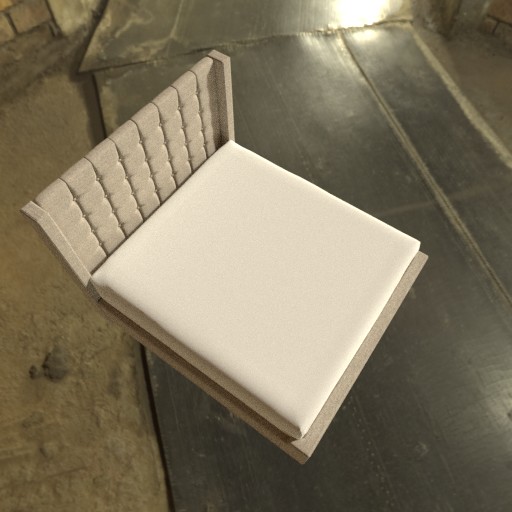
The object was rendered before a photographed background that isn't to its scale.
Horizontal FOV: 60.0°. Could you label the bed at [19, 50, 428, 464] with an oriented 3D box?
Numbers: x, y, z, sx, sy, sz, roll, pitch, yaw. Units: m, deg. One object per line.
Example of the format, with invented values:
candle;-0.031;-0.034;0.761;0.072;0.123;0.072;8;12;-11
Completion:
bed;0.000;0.000;3.697;2.372;1.748;2.044;31;64;17
